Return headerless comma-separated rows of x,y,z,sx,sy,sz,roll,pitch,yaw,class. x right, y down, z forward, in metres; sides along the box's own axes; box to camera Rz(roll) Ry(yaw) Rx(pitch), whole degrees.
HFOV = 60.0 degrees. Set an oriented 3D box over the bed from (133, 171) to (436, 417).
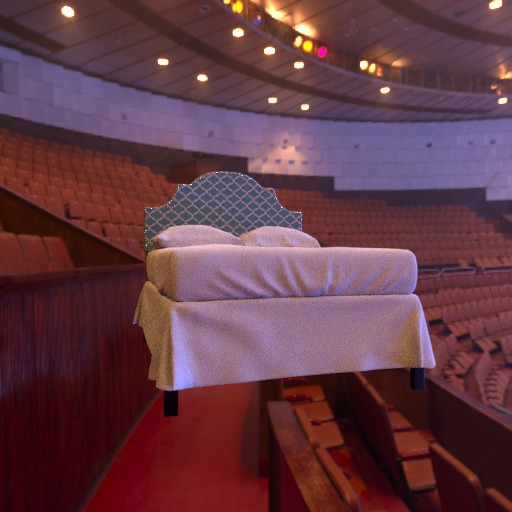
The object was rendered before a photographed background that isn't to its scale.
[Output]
0.000,0.000,3.442,1.780,1.633,2.222,0,0,-17,bed
